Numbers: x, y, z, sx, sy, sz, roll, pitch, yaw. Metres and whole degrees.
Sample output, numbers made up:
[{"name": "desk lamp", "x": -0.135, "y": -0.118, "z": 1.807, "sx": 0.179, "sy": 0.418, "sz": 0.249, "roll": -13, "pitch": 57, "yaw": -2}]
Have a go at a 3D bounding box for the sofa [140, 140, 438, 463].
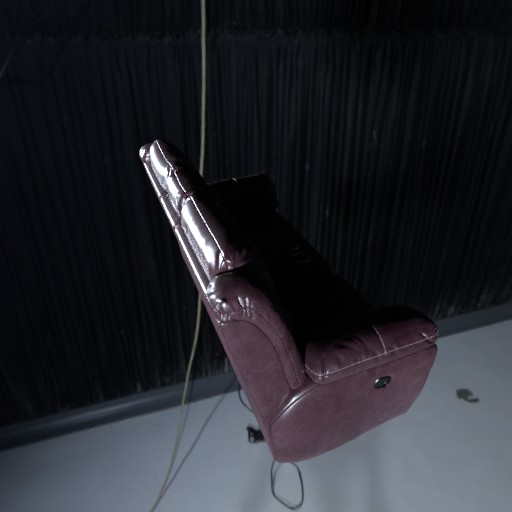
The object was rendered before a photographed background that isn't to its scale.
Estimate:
[{"name": "sofa", "x": 0.000, "y": 0.000, "z": 2.565, "sx": 0.991, "sy": 1.043, "sz": 2.058, "roll": -10, "pitch": 32, "yaw": -17}]
